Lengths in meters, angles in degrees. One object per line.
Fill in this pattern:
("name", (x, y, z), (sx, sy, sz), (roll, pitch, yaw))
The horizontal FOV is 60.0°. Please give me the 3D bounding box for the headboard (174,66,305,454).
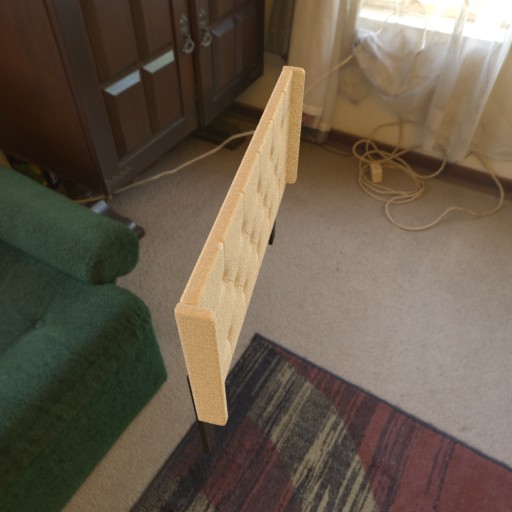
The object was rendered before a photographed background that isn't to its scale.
("headboard", (0.000, 0.000, 2.786), (0.184, 1.524, 2.051), (10, 47, 9))
